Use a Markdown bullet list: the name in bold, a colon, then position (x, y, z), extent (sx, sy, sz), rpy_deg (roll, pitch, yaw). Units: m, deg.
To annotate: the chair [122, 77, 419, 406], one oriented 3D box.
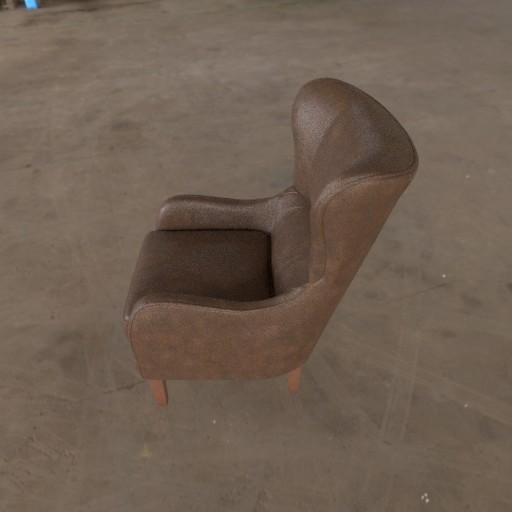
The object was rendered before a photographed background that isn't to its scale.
- **chair**: position (0.000, 0.000, 1.596), extent (0.914, 1.048, 0.692), rpy_deg (-1, 40, -1)
